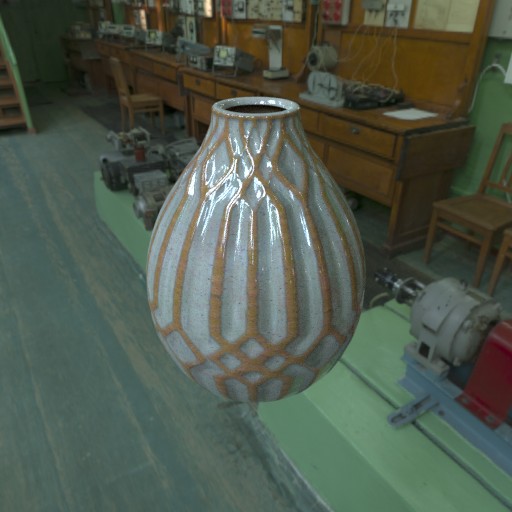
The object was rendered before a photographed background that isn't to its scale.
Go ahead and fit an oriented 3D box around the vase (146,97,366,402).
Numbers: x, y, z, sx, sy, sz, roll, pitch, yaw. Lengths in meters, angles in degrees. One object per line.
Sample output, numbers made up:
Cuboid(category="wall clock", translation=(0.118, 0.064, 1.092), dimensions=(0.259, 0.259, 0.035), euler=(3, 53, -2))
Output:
Cuboid(category="vase", translation=(0.000, 0.000, 0.265), dimensions=(0.131, 0.175, 0.131), euler=(0, 30, 0))
